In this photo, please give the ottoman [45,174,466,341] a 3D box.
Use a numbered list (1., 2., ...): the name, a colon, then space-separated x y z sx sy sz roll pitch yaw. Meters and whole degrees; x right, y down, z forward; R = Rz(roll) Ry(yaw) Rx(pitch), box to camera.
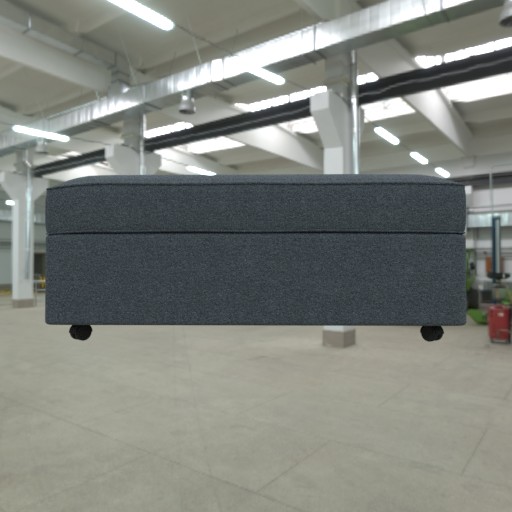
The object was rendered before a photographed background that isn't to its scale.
1. ottoman: 0.000 0.000 1.537 1.173 0.494 0.681 0 -1 1
